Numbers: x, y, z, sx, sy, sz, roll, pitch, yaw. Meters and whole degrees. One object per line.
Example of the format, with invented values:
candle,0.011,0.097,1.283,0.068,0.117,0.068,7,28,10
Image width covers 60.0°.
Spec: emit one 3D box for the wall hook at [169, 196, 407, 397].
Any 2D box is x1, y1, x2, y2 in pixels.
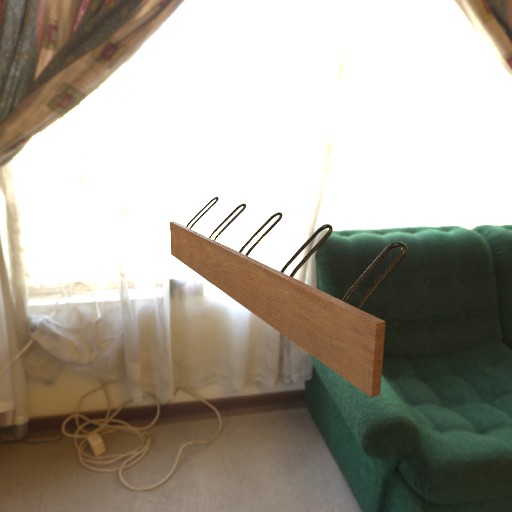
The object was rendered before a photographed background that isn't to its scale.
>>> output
wall hook,0.000,0.000,0.604,0.076,0.116,0.554,-7,15,-27
